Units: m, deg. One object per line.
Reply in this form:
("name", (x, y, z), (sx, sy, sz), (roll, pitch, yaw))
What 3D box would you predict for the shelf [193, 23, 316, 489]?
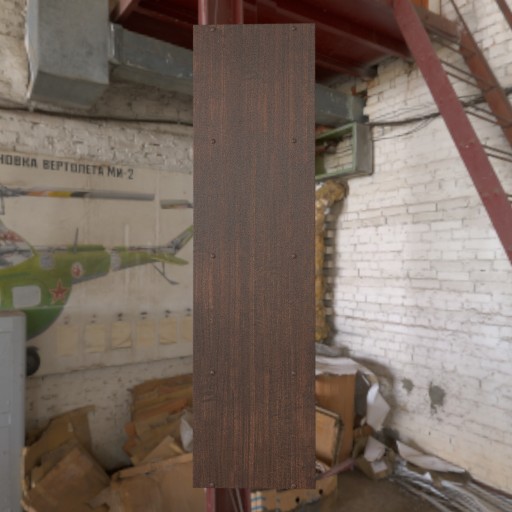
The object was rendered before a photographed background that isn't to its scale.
("shelf", (0.000, 0.000, 1.253), (0.290, 1.099, 0.415), (0, -1, 1))
